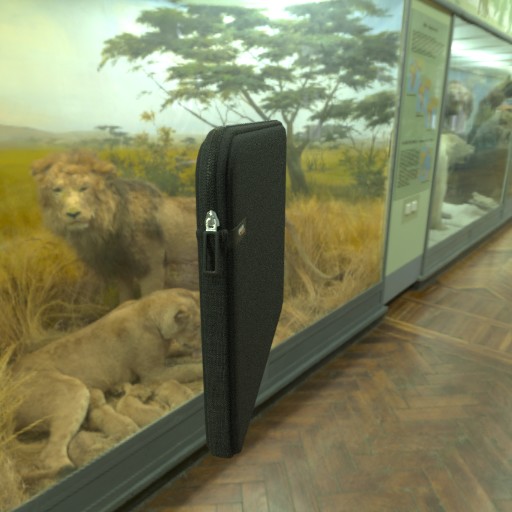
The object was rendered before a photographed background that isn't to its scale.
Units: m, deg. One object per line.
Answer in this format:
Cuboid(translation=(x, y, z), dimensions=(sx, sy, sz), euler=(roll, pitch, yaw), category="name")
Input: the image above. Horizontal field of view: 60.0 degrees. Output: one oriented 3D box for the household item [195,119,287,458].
Cuboid(translation=(0.000, 0.000, 0.526), dimensions=(0.030, 0.305, 0.396), euler=(3, 18, 9), category="household item")
